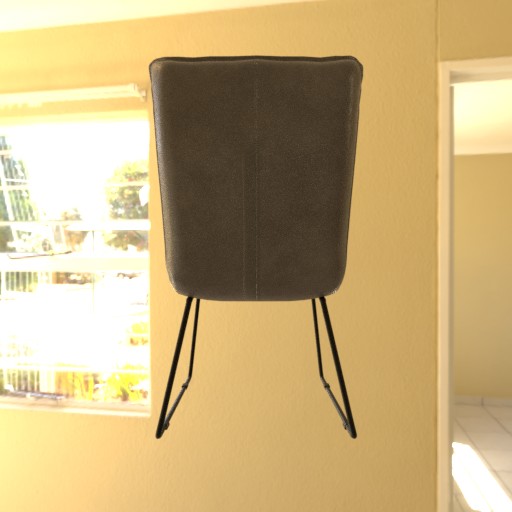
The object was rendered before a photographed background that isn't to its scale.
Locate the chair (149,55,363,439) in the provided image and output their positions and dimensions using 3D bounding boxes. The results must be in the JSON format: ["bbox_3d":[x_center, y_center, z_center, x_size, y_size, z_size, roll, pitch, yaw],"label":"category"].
[{"bbox_3d":[0.000,0.000,1.338,0.515,0.932,0.688,0,0,0],"label":"chair"}]
